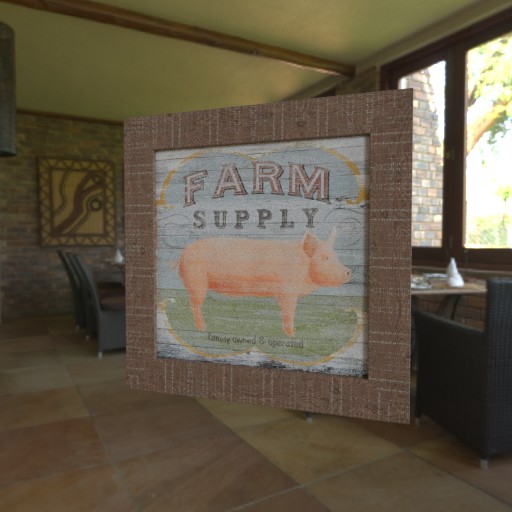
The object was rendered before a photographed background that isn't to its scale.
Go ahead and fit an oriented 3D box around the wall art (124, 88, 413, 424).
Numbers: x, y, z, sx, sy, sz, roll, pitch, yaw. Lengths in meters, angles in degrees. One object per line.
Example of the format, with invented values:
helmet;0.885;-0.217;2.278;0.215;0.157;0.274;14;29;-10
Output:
wall art;0.000;0.000;0.804;0.531;0.531;0.040;1;2;19
